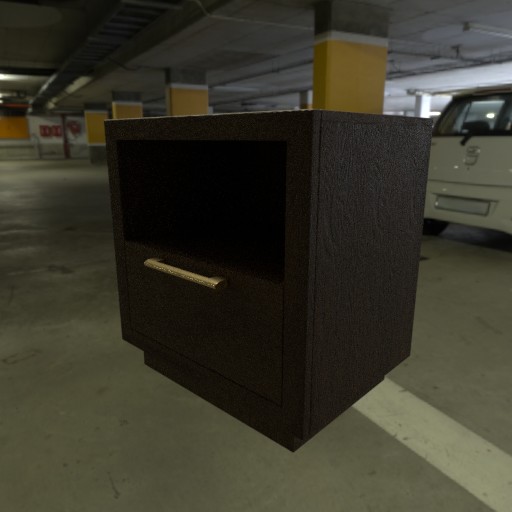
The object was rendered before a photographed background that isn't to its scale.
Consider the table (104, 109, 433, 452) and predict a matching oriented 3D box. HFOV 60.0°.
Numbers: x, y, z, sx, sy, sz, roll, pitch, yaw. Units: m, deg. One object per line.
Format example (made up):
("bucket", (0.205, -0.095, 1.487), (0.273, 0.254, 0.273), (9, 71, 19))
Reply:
("table", (0.000, 0.000, 0.988), (0.560, 0.585, 0.439), (14, 20, 41))
